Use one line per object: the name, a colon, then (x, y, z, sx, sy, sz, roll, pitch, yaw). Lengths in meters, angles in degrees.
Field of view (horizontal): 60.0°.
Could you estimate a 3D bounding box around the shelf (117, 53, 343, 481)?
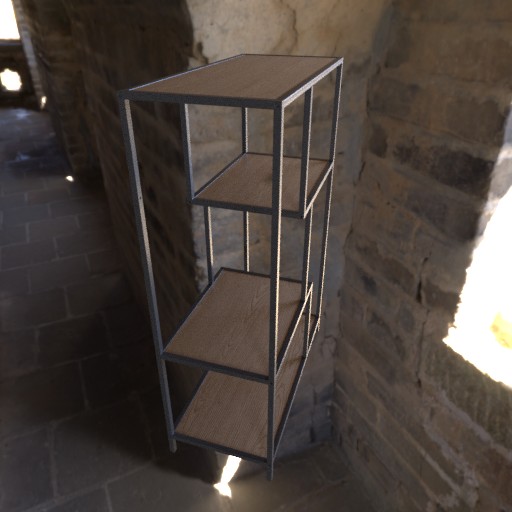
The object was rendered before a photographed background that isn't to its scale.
shelf: (0.000, 0.000, 1.460, 0.350, 1.138, 0.770, 9, 31, 15)
